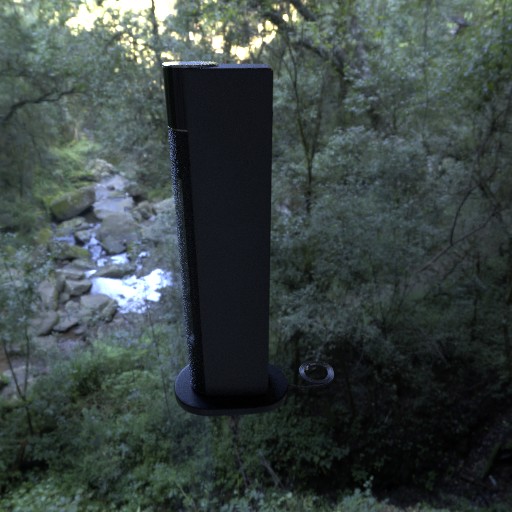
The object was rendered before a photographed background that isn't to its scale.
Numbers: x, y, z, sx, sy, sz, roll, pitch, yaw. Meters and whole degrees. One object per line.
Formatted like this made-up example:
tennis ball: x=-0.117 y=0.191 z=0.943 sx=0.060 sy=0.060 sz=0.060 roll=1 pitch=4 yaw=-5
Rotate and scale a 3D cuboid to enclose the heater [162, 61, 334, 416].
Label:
heater: x=0.000 y=0.000 z=1.070 sx=0.458 sy=0.856 sz=0.214 roll=0 pitch=27 yaw=1
